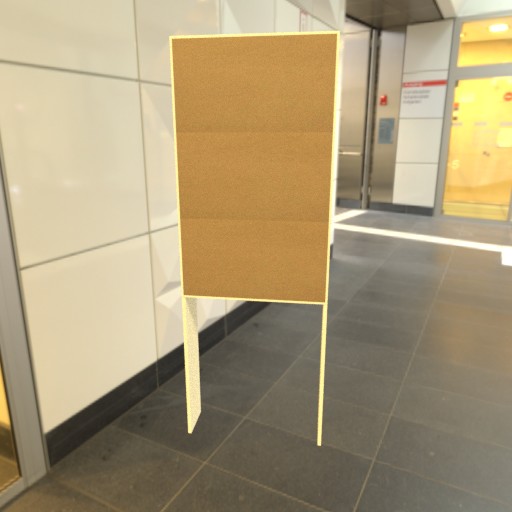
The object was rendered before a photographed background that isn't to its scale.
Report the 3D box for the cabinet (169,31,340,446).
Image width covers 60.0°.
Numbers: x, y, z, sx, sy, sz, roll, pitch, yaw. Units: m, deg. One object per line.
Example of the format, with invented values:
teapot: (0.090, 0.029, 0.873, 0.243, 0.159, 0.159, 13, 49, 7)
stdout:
cabinet: (0.000, 0.000, 1.977, 0.643, 1.770, 0.192, 2, 16, 8)
